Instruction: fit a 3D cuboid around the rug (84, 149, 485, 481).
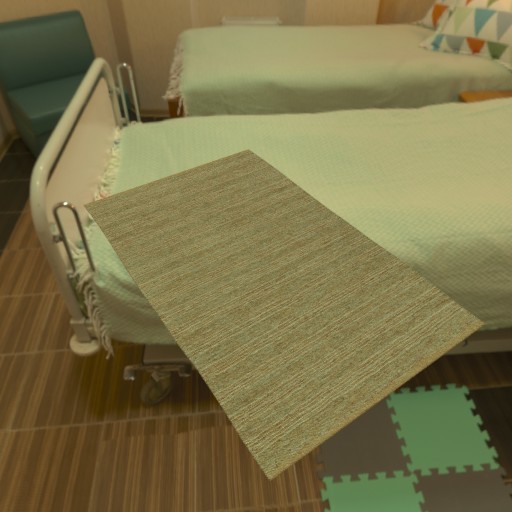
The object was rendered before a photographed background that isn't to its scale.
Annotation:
[{"bbox_3d":[0.000,0.000,2.976,1.540,0.012,2.448,-25,48,-25],"label":"rug"}]
